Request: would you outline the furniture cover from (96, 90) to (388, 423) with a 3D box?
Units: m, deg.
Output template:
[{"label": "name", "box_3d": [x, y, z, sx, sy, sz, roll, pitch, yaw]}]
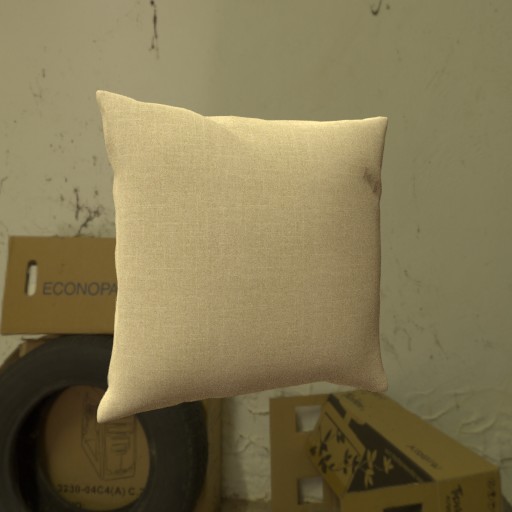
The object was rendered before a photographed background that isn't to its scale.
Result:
[{"label": "furniture cover", "box_3d": [0.000, 0.000, 0.635, 0.431, 0.431, 0.139, 0, 1, -17]}]
